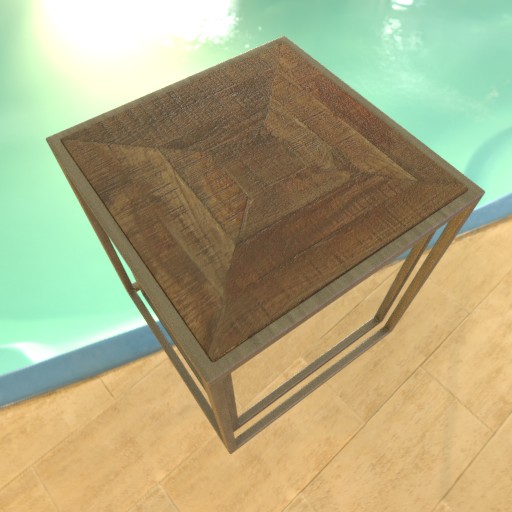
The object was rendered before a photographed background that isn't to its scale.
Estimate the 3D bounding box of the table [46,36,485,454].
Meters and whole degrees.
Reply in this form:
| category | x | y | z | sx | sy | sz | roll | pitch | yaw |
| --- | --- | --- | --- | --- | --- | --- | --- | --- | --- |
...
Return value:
| category | x | y | z | sx | sy | sz | roll | pitch | yaw |
| --- | --- | --- | --- | --- | --- | --- | --- | --- | --- |
| table | 0.000 | 0.000 | 0.840 | 0.449 | 0.500 | 0.450 | -31 | 63 | -18 |
